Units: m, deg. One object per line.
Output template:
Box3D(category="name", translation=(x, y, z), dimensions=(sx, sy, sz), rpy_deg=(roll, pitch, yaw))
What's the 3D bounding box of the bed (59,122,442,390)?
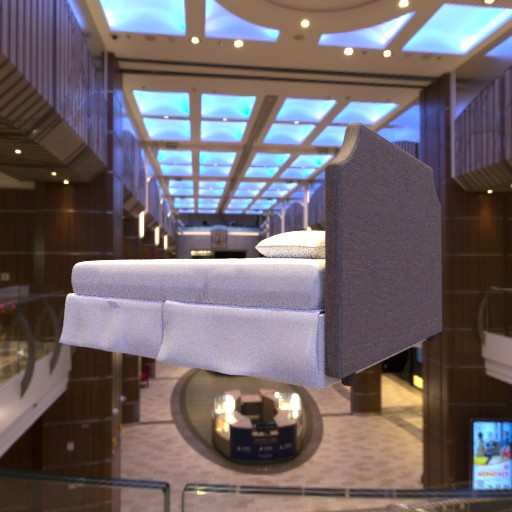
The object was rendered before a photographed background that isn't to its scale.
Box3D(category="bed", translation=(0.000, 0.000, 4.149), dimensions=(2.773, 1.590, 2.350), rpy_deg=(-1, -1, 36))
